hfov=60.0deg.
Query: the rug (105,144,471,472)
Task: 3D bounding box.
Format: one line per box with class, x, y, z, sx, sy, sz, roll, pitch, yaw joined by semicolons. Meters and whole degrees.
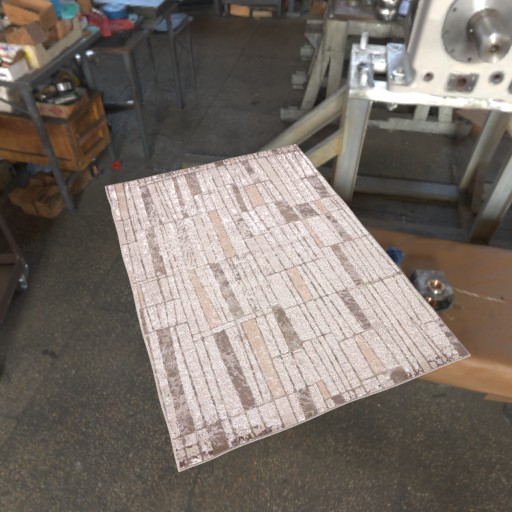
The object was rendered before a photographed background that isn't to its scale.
rug;0.000;0.000;4.366;2.449;0.019;3.357;-16;49;-15
